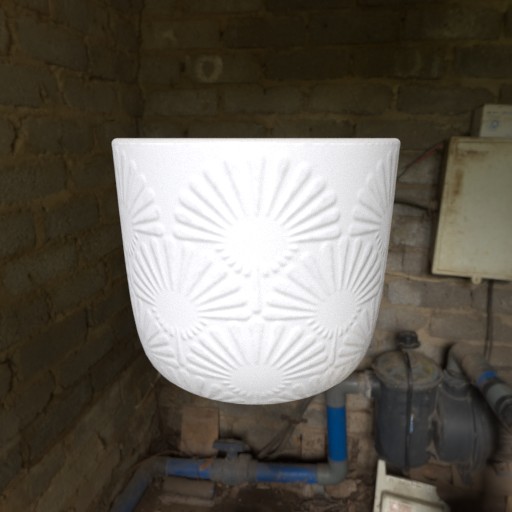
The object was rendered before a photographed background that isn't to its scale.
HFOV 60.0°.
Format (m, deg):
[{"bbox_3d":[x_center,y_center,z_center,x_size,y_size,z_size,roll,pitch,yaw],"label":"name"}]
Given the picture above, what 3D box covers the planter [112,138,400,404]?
[{"bbox_3d":[0.000,0.000,0.213,0.124,0.109,0.124,0,15,0],"label":"planter"}]
